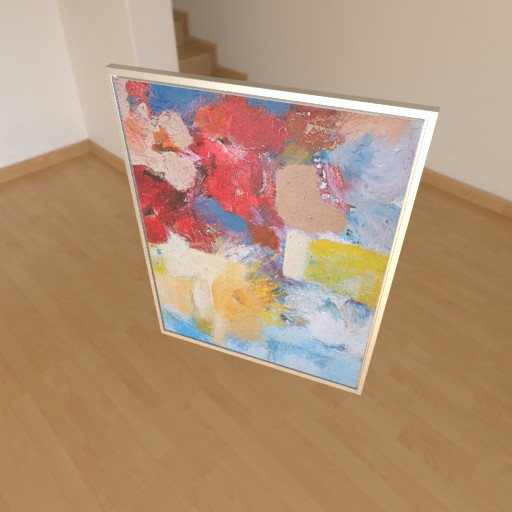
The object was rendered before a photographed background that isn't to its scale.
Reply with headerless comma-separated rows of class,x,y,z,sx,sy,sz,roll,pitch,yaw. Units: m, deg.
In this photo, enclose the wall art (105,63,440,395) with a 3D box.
wall art,0.000,0.000,1.372,0.816,1.046,0.030,14,42,16
